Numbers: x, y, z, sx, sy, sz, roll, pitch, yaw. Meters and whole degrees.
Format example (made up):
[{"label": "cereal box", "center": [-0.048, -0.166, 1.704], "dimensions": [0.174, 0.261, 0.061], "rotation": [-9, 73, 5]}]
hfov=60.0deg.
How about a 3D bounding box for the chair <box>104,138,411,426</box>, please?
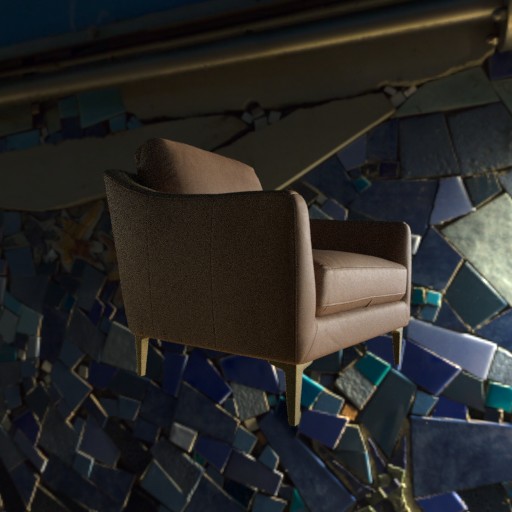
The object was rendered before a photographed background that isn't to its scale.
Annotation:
[{"label": "chair", "center": [0.000, 0.000, 1.743], "dimensions": [0.963, 0.895, 0.988], "rotation": [-1, -2, 35]}]
